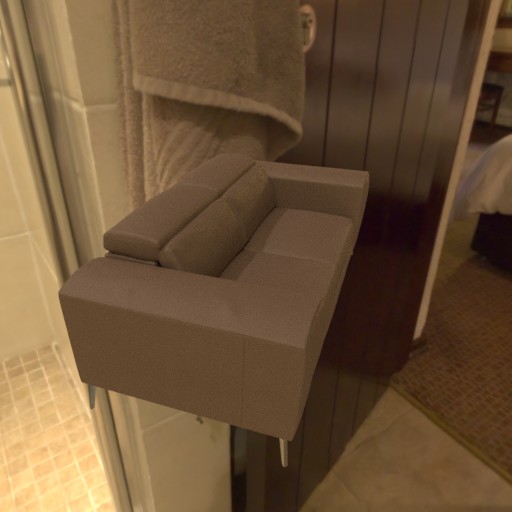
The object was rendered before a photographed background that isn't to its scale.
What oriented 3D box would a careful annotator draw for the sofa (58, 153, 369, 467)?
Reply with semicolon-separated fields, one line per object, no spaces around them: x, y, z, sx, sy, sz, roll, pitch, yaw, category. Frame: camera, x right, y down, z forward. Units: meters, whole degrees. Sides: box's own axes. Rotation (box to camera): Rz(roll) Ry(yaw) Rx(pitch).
0.000;0.000;2.441;1.003;0.779;1.895;9;30;16;sofa
